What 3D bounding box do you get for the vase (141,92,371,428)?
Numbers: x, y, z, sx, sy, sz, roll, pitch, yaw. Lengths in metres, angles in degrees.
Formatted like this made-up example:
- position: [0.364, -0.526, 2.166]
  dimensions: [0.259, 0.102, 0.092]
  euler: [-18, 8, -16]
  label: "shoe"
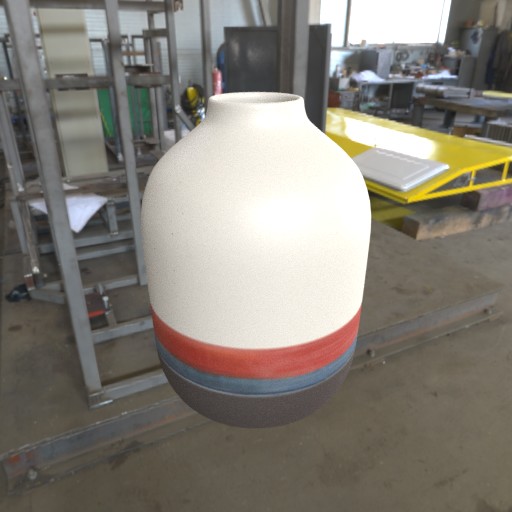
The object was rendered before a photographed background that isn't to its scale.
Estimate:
- position: [0.000, 0.000, 0.349]
  dimensions: [0.169, 0.237, 0.169]
  euler: [0, 26, 0]
  label: "vase"
